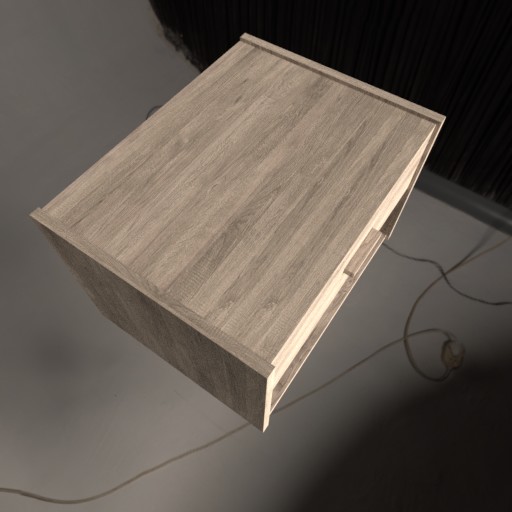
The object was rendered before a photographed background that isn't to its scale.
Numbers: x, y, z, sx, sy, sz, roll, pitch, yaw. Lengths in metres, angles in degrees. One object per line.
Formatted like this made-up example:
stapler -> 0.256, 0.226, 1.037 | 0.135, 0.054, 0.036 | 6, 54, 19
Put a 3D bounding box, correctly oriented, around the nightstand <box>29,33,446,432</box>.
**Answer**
nightstand -> 0.000, 0.000, 0.832 | 0.380, 0.500, 0.480 | 31, 64, 17
